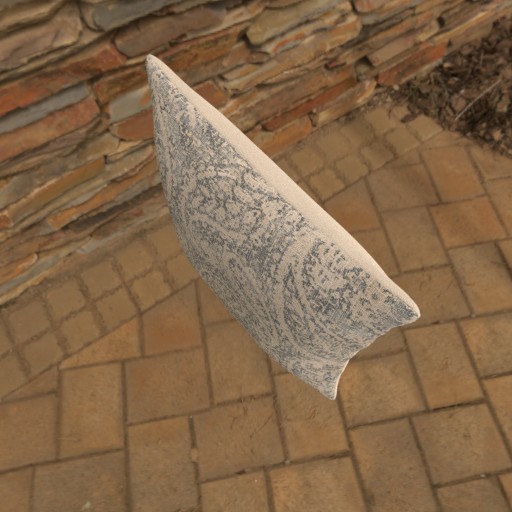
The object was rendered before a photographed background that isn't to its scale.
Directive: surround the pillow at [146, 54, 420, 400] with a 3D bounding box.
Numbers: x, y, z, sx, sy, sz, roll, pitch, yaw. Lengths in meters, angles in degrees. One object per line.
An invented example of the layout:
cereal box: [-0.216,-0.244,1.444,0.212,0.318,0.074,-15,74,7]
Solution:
pillow: [0.000,0.000,0.776,0.166,0.510,0.523,-36,69,-17]
